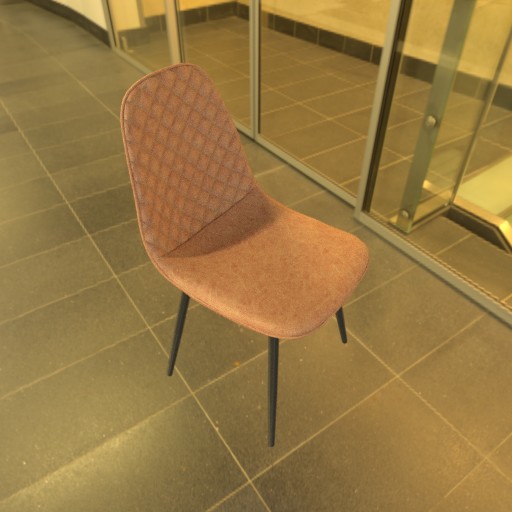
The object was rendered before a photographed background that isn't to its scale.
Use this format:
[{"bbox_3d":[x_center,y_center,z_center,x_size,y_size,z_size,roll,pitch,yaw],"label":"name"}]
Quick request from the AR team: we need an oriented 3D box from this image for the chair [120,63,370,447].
[{"bbox_3d":[0.000,0.000,1.212,0.561,0.889,0.472,25,47,26],"label":"chair"}]
